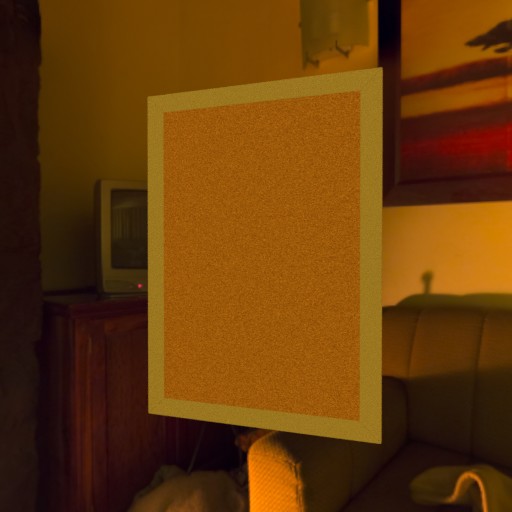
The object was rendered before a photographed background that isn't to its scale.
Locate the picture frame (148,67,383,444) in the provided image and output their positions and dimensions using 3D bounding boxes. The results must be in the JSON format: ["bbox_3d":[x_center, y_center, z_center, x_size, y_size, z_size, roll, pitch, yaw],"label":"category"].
[{"bbox_3d":[0.000,0.000,0.596,0.326,0.459,0.011,0,1,18],"label":"picture frame"}]
